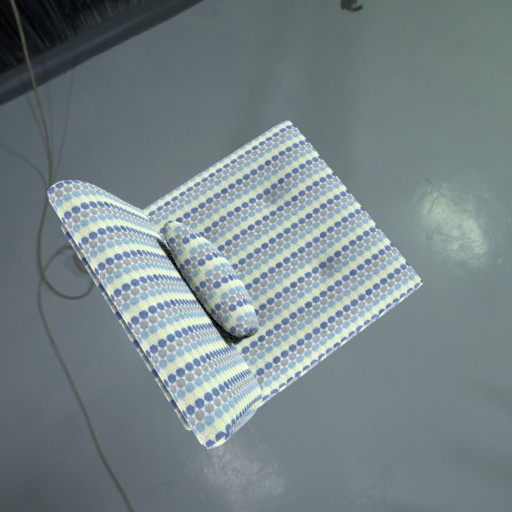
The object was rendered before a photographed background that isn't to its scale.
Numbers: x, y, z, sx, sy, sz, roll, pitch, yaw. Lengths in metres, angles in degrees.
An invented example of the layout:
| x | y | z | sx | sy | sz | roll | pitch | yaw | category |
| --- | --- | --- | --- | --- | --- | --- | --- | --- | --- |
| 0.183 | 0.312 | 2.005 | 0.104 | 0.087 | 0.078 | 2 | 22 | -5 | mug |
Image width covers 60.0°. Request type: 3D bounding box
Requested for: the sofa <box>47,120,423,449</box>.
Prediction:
| x | y | z | sx | sy | sz | roll | pitch | yaw | category |
| --- | --- | --- | --- | --- | --- | --- | --- | --- | --- |
| 0.000 | 0.000 | 1.688 | 1.000 | 0.830 | 0.930 | -34 | 77 | -9 | sofa |
